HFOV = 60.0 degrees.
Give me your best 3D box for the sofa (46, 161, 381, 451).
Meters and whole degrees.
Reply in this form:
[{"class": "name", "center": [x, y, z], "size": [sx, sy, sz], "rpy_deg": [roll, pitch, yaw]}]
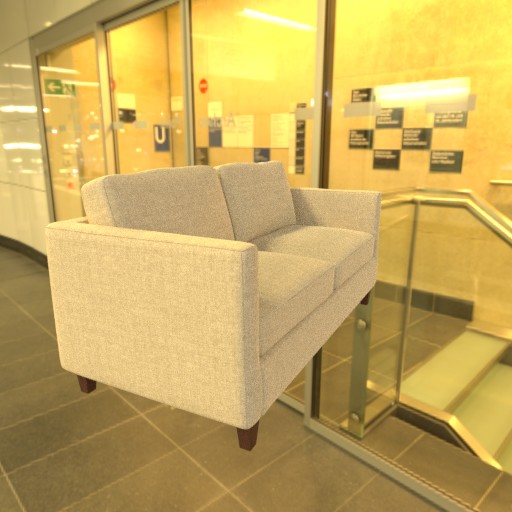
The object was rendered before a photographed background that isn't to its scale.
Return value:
[{"class": "sofa", "center": [0.000, 0.000, 2.395], "size": [0.950, 0.963, 1.884], "rpy_deg": [7, 16, 27]}]
